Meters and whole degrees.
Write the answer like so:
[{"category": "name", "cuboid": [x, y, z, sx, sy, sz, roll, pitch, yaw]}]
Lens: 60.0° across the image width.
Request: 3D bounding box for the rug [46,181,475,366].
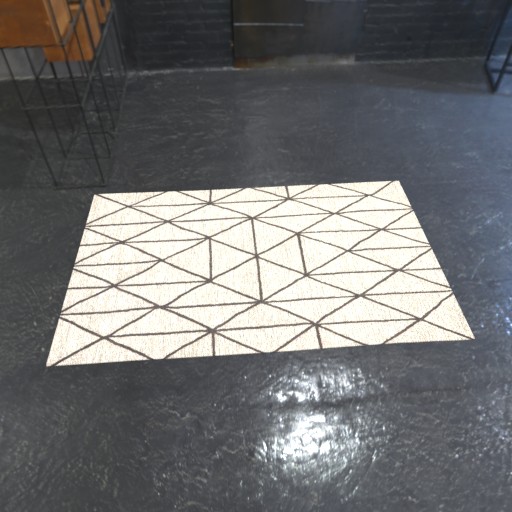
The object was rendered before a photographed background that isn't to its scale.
[{"category": "rug", "cuboid": [0.000, 0.000, 3.061, 2.465, 0.008, 1.526, -3, 47, -3]}]
